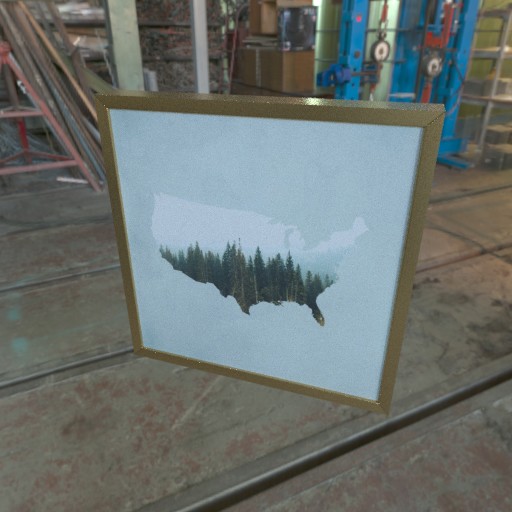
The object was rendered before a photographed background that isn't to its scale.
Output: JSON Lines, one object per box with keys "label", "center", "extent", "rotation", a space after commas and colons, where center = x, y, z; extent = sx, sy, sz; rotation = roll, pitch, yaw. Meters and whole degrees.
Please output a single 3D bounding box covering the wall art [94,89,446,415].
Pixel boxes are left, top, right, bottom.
{"label": "wall art", "center": [0.000, 0.000, 0.451], "extent": [0.304, 0.304, 0.038], "rotation": [9, 28, 17]}
